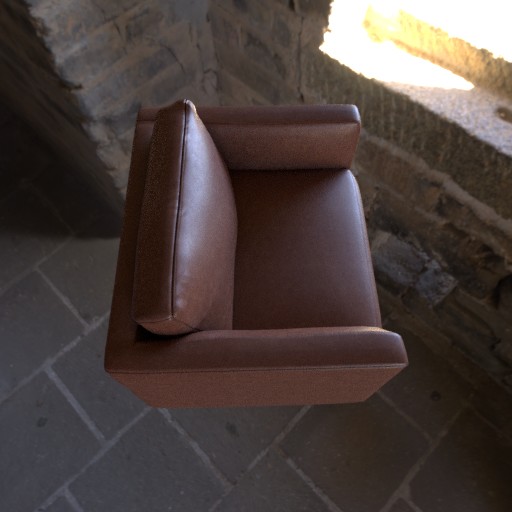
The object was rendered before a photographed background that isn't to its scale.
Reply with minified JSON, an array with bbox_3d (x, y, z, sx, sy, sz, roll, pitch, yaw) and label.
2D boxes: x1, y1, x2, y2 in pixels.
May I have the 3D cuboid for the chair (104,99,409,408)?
[{"bbox_3d":[0.000,0.000,1.825,0.959,0.917,1.107,-1,63,-1],"label":"chair"}]
